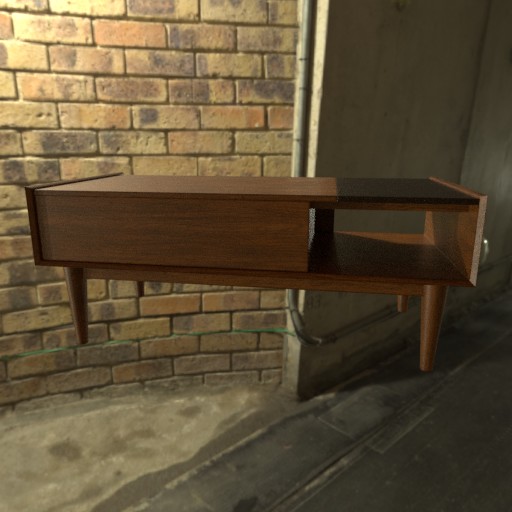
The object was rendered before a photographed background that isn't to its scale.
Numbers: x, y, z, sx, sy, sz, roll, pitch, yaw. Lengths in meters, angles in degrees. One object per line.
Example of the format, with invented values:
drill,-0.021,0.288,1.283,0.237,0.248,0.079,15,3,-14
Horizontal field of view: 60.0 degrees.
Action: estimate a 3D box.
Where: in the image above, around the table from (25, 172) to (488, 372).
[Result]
table,0.000,0.000,1.507,1.221,0.508,0.610,2,15,9
